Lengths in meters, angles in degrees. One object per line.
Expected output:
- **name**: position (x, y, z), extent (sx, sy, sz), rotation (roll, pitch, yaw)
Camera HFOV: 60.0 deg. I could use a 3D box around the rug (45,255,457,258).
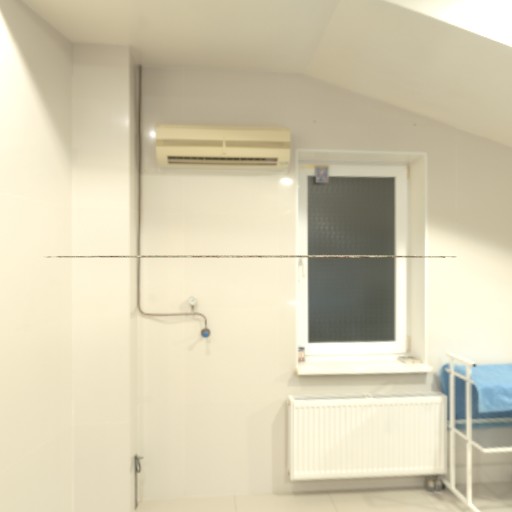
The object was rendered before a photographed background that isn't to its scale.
- **rug**: position (0.000, 0.000, 4.037), extent (2.438, 0.010, 3.048), rotation (0, 0, 1)
